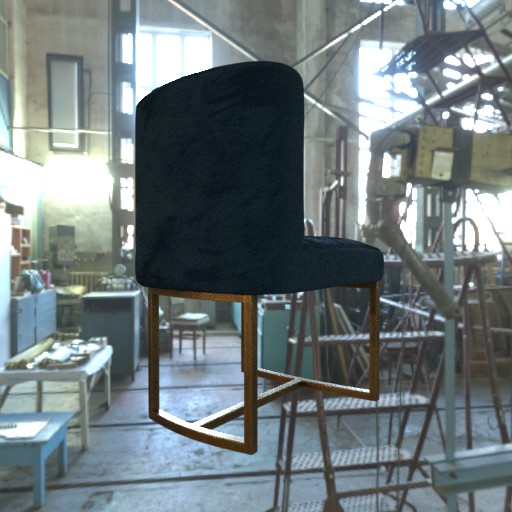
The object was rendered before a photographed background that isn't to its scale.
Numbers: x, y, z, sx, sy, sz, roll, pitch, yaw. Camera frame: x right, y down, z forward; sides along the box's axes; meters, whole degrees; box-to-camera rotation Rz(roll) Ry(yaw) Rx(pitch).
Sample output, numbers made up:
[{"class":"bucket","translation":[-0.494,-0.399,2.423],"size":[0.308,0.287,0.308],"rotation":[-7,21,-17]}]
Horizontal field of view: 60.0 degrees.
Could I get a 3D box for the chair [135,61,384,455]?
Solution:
[{"class":"chair","translation":[0.000,0.000,1.208],"size":[0.530,0.824,0.560],"rotation":[1,1,38]}]
